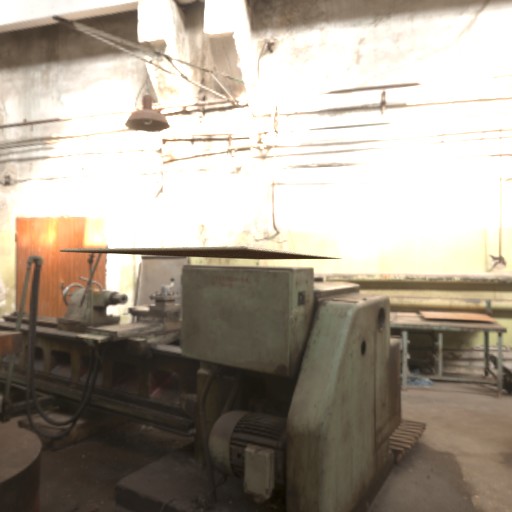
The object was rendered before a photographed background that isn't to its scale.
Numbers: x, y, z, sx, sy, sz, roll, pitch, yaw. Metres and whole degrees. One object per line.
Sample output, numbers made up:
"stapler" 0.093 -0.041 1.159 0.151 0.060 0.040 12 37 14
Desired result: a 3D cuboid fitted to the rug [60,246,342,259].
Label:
"rug" 0.000 0.000 2.413 0.662 0.011 2.196 0 -1 18
